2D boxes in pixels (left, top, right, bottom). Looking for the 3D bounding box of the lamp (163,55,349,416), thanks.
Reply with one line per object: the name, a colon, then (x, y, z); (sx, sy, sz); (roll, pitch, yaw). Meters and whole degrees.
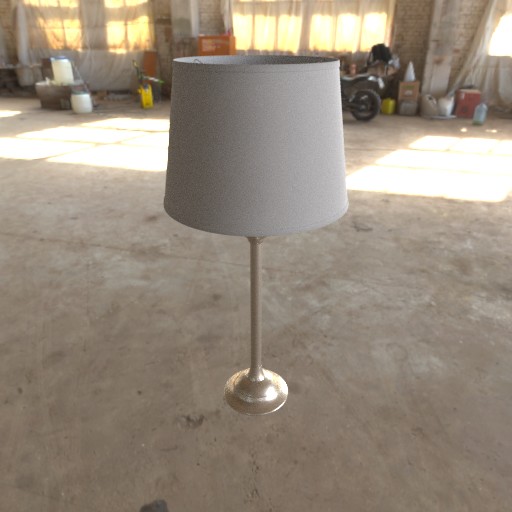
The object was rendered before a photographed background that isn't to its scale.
lamp: (0.000, 0.000, 0.859); (0.331, 0.698, 0.331); (0, 27, 0)
